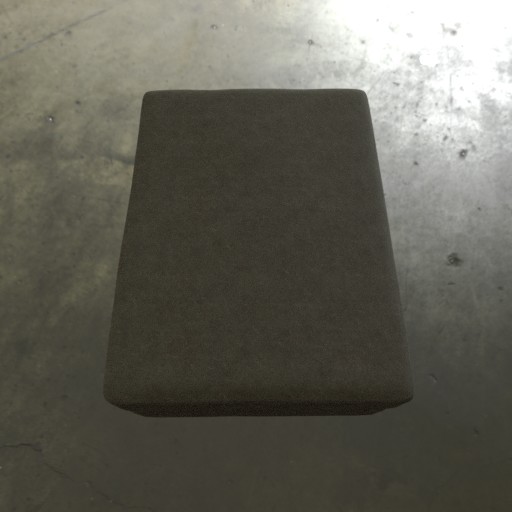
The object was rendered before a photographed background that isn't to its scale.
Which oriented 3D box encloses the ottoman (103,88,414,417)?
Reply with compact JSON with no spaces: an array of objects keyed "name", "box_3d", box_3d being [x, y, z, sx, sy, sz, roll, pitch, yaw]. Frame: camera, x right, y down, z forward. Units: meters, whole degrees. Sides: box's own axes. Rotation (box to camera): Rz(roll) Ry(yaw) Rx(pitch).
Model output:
[{"name":"ottoman","box_3d":[0.000,0.000,1.228,0.639,0.464,0.839,0,64,0]}]
